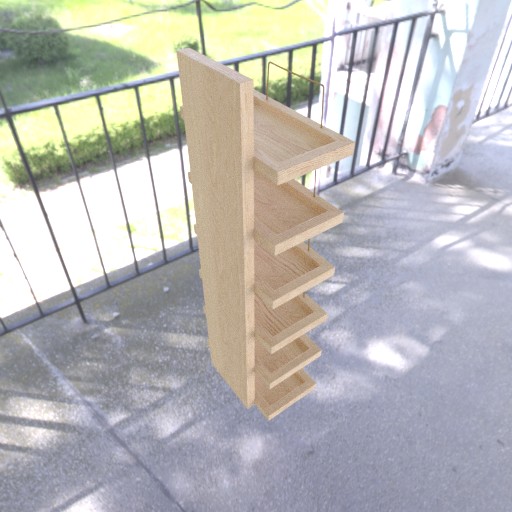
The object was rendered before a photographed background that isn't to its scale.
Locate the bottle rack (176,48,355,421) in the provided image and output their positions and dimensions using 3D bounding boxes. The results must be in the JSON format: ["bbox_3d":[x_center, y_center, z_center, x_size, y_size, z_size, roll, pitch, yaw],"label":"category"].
[{"bbox_3d":[0.000,0.000,1.087,0.206,0.943,0.330,-26,48,-26],"label":"bottle rack"}]
